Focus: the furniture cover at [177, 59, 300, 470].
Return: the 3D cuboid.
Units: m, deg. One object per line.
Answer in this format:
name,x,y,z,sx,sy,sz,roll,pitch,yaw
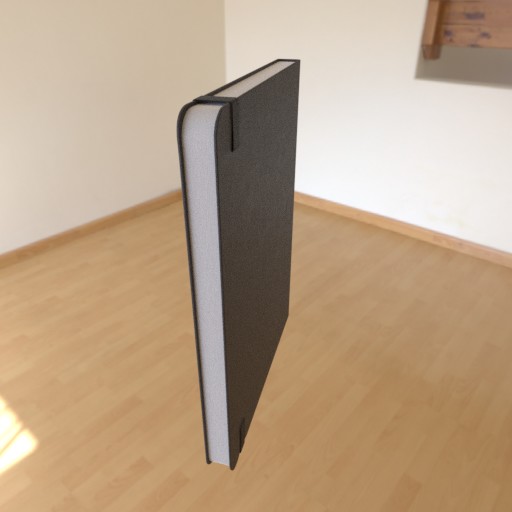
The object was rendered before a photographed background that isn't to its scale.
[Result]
furniture cover,0.000,0.000,0.370,0.023,0.281,0.216,8,31,13
